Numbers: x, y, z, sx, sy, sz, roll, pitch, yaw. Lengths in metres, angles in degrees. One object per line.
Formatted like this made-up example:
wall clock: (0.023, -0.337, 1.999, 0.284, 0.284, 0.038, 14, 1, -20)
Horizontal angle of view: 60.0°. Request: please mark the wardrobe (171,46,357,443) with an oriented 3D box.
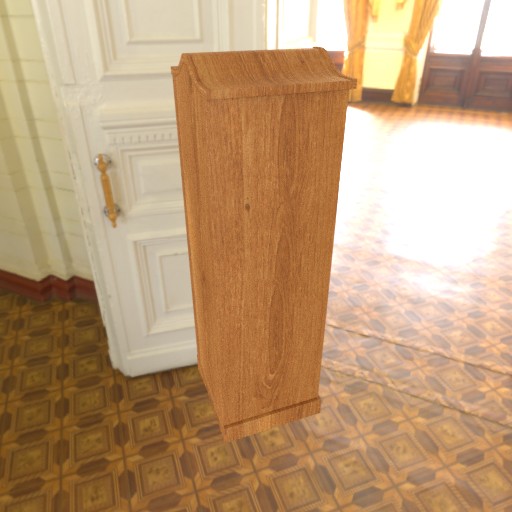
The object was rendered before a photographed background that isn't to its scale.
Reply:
wardrobe: (0.000, 0.000, 2.204, 0.570, 1.870, 0.590, -11, 32, -18)
